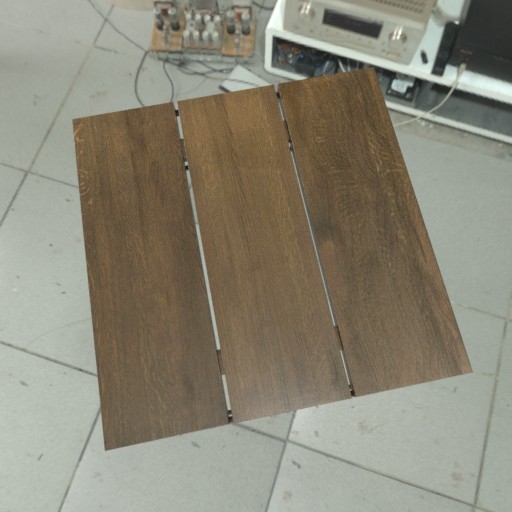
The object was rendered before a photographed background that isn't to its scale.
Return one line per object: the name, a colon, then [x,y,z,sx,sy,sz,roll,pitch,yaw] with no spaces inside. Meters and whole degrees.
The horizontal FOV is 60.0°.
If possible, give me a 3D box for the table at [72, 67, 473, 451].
table: [0.000,0.000,1.370,0.900,0.400,0.900,-11,74,-3]
